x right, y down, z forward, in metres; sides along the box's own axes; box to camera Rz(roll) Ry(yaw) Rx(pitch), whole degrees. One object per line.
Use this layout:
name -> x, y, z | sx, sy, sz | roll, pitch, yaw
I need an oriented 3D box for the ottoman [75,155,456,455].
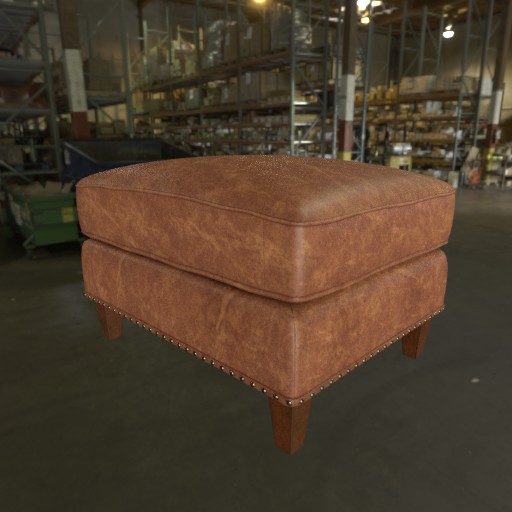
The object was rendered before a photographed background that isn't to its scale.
ottoman -> 0.000, 0.000, 1.101 | 0.742, 0.486, 0.586 | 14, 21, 43
